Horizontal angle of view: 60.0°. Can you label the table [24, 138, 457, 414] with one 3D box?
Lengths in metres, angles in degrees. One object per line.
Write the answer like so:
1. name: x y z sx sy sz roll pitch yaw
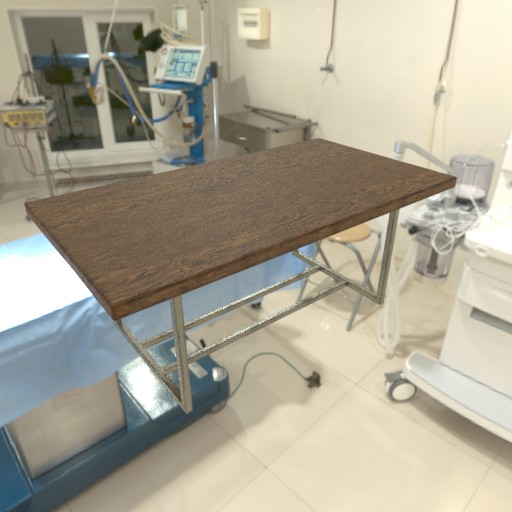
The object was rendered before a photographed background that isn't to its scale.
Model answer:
1. table: 0.000 0.000 2.485 1.989 0.795 1.078 -21 35 -32
